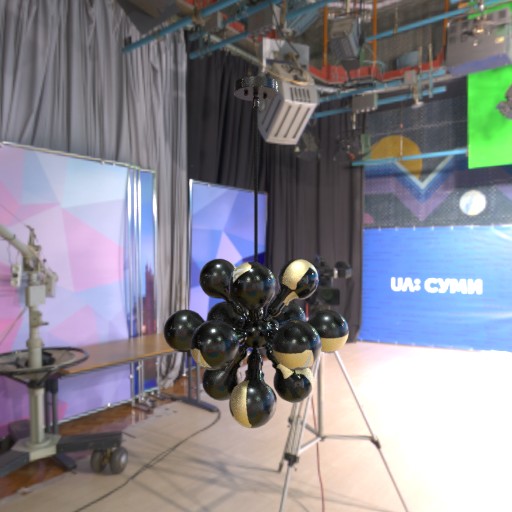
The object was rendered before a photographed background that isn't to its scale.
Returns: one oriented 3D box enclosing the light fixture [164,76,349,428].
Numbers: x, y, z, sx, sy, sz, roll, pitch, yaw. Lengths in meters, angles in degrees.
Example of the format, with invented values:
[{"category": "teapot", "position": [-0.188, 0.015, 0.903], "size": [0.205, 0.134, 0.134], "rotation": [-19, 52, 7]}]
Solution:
[{"category": "light fixture", "position": [0.000, 0.000, 1.122], "size": [0.468, 0.859, 0.420], "rotation": [0, 2, 0]}]
